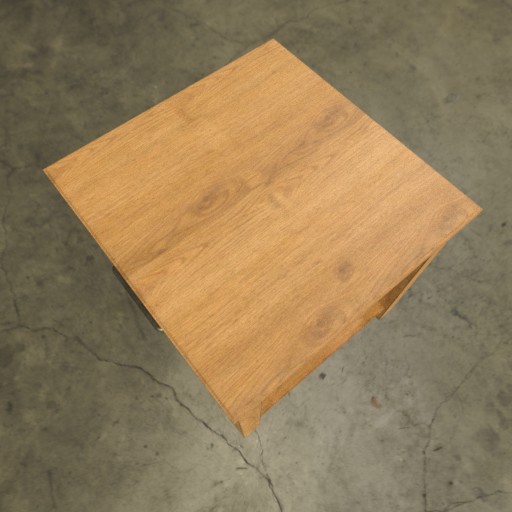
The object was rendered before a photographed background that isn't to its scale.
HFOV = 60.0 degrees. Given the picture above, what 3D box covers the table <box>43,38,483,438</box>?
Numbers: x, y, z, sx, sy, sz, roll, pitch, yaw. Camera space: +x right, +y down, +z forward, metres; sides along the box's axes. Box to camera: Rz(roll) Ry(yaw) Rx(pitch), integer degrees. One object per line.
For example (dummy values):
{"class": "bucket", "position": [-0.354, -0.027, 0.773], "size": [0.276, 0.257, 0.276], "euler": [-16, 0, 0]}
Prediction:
{"class": "table", "position": [0.000, 0.000, 1.124], "size": [0.612, 0.593, 0.616], "euler": [-36, 69, -16]}
